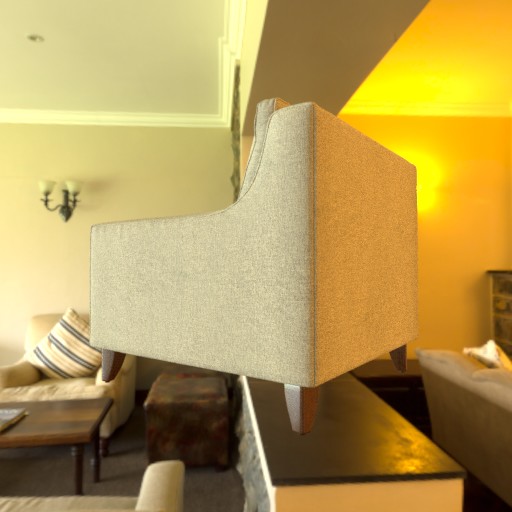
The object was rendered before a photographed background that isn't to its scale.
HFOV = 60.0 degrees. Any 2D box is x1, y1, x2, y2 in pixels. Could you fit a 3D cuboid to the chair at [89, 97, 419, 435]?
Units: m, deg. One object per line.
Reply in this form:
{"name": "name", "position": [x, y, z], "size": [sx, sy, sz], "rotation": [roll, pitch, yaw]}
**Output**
{"name": "chair", "position": [0.000, 0.000, 1.596], "size": [0.918, 0.864, 0.838], "rotation": [-1, -1, 36]}
